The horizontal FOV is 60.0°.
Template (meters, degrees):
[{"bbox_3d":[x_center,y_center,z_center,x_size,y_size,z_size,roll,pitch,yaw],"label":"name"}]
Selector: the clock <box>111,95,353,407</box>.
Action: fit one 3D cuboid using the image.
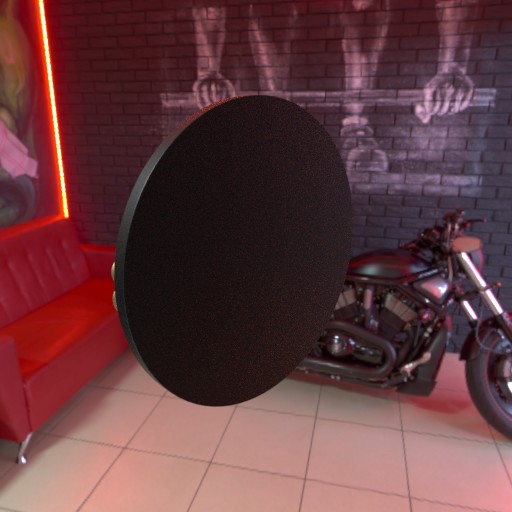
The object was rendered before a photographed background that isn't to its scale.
[{"bbox_3d":[0.000,0.000,0.666,0.454,0.454,0.038,-15,22,-42],"label":"clock"}]
